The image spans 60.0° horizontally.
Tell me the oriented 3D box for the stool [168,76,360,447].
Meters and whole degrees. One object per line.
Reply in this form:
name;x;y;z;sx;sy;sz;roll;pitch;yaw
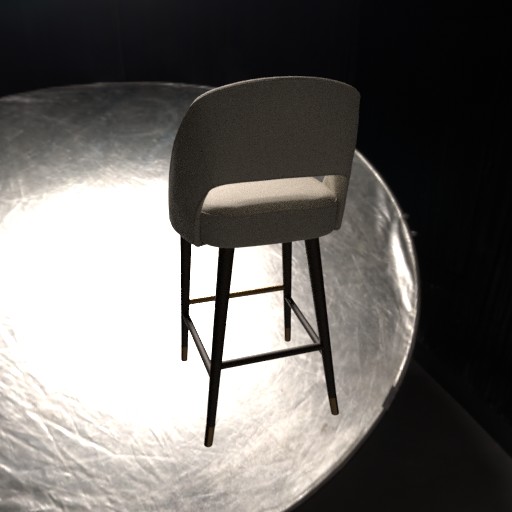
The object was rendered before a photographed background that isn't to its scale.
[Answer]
stool;0.000;0.000;1.354;0.494;1.037;0.509;-8;26;-16
